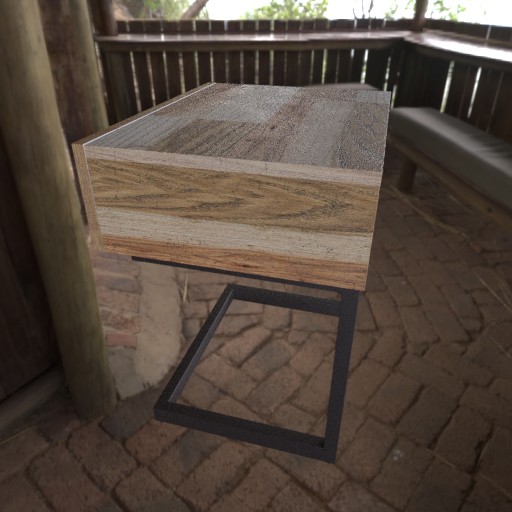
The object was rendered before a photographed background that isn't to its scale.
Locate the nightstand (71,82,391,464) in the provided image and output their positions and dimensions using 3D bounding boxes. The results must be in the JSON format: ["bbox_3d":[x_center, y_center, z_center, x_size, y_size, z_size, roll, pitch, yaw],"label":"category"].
[{"bbox_3d":[0.000,0.000,0.993,0.481,0.632,0.558,8,31,14],"label":"nightstand"}]
